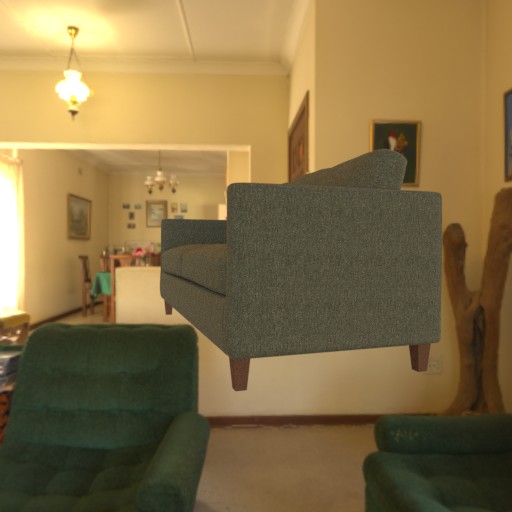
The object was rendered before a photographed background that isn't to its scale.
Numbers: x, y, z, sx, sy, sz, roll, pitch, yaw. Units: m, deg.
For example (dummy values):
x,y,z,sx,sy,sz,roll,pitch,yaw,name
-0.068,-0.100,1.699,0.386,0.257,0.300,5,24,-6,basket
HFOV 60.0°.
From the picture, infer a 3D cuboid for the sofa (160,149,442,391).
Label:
x,y,z,sx,sy,sz,roll,pitch,yaw,name
0.000,0.000,2.739,0.948,0.965,2.208,0,1,-19,sofa
